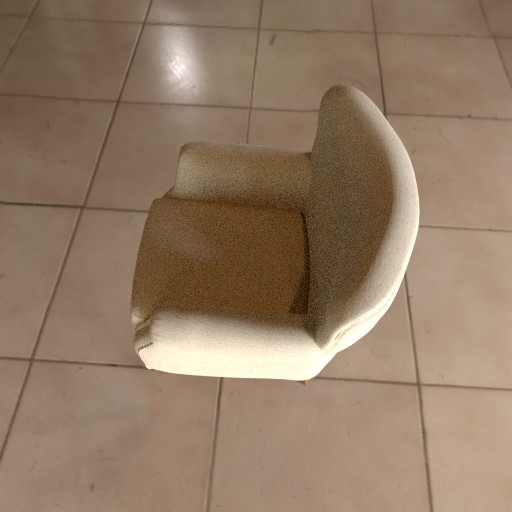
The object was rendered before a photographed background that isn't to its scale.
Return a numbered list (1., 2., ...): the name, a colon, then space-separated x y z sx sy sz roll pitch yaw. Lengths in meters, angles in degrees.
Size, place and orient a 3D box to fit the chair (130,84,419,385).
1. chair: 0.000 0.000 1.650 0.921 0.936 0.861 2 60 1
